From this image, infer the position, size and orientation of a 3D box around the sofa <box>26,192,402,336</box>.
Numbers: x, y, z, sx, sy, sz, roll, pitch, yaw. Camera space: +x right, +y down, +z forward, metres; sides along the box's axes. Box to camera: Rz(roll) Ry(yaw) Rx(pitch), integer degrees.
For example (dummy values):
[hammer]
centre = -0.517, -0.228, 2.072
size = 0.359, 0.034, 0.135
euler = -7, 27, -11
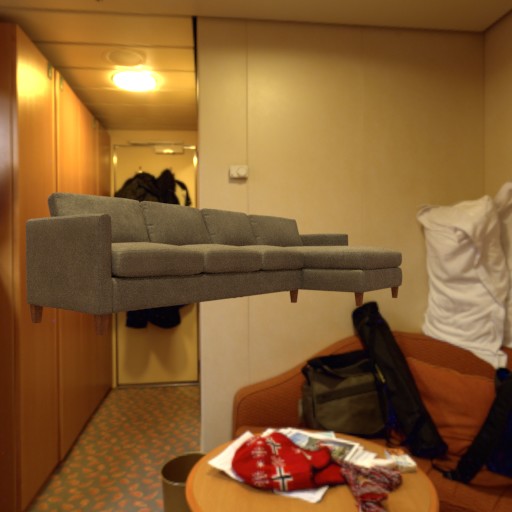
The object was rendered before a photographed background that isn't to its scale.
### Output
[sofa]
centre = 0.000, 0.000, 4.081
size = 1.604, 0.950, 3.471
euler = 0, 0, 37
